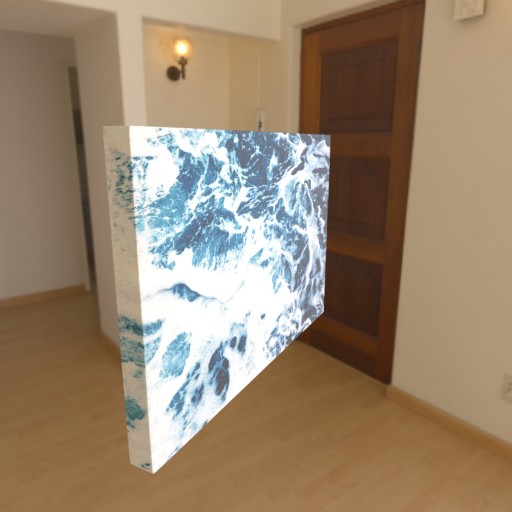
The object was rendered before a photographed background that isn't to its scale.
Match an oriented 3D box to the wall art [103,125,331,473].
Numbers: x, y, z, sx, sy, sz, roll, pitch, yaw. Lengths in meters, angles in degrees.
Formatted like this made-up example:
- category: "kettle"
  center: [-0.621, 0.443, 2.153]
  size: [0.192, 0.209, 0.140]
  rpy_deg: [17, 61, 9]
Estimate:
- category: "wall art"
  center: [0.000, 0.000, 0.756]
  size: [0.043, 0.407, 0.609]
  rpy_deg: [7, 16, 27]
